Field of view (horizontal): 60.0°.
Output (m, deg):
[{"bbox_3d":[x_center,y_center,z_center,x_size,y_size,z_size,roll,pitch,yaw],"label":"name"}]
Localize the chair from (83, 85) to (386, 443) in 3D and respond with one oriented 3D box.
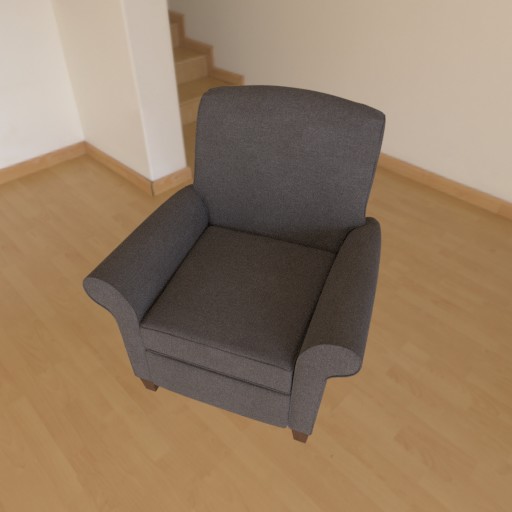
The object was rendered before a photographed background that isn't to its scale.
[{"bbox_3d":[0.000,0.000,1.774,0.978,1.061,0.905,13,42,15],"label":"chair"}]
